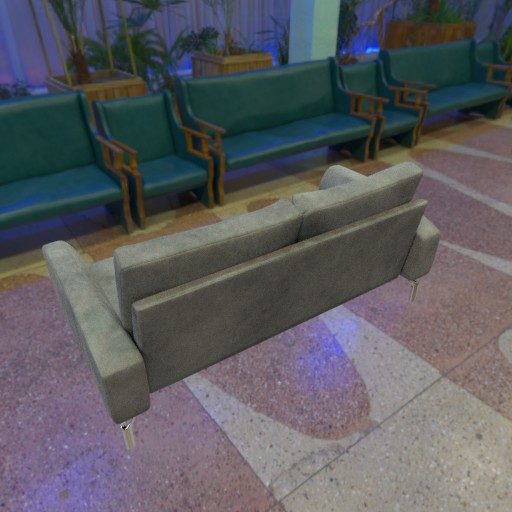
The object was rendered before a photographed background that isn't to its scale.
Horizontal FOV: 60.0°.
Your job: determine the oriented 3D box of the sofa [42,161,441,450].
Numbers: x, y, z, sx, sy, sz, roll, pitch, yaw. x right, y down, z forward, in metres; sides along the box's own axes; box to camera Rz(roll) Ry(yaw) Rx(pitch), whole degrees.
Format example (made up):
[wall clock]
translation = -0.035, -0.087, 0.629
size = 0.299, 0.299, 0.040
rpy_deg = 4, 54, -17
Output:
[sofa]
translation = 0.000, 0.000, 2.262
size = 1.837, 0.859, 0.849
rpy_deg = -20, 38, -28
